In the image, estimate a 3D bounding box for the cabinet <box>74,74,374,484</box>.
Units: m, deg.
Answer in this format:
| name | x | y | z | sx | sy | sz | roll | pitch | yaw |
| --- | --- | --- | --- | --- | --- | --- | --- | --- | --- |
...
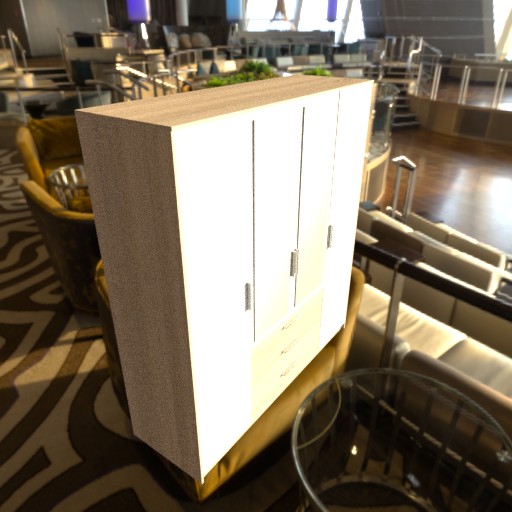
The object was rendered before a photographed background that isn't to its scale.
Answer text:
| name | x | y | z | sx | sy | sz | roll | pitch | yaw |
| --- | --- | --- | --- | --- | --- | --- | --- | --- | --- |
| cabinet | 0.000 | 0.000 | 2.943 | 0.620 | 2.060 | 1.870 | 19 | 33 | 32 |
